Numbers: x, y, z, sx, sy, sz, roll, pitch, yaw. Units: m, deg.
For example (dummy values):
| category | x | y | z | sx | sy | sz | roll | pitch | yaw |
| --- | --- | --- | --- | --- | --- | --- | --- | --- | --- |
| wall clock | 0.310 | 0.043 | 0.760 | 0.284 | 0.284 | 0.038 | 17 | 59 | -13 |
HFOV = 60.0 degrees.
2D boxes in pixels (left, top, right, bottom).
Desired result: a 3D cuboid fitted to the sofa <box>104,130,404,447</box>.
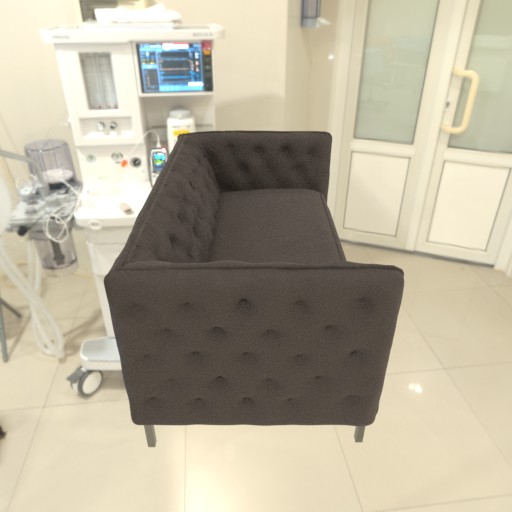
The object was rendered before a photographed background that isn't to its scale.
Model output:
| category | x | y | z | sx | sy | sz | roll | pitch | yaw |
| --- | --- | --- | --- | --- | --- | --- | --- | --- | --- |
| sofa | 0.000 | 0.000 | 2.118 | 0.909 | 0.810 | 1.583 | 0 | 31 | 0 |
